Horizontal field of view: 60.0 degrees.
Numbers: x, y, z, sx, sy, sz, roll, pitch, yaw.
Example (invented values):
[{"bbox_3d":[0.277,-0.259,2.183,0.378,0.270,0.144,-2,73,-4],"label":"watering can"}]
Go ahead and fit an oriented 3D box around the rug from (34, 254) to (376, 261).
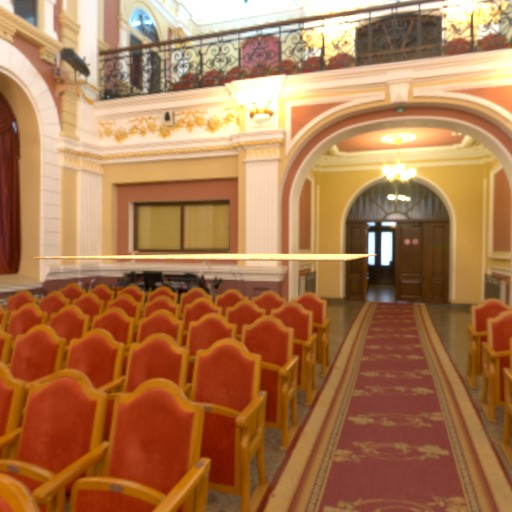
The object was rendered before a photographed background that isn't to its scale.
[{"bbox_3d":[0.000,0.000,3.084,1.511,0.010,2.424,0,1,18],"label":"rug"}]
